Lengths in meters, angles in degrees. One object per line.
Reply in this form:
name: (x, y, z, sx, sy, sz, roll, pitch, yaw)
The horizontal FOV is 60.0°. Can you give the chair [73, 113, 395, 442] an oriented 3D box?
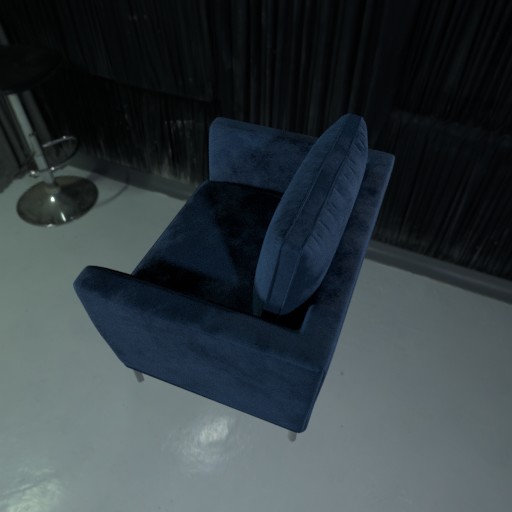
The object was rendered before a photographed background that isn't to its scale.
chair: (0.000, 0.000, 1.608, 0.746, 0.893, 0.977, 16, 49, 15)
